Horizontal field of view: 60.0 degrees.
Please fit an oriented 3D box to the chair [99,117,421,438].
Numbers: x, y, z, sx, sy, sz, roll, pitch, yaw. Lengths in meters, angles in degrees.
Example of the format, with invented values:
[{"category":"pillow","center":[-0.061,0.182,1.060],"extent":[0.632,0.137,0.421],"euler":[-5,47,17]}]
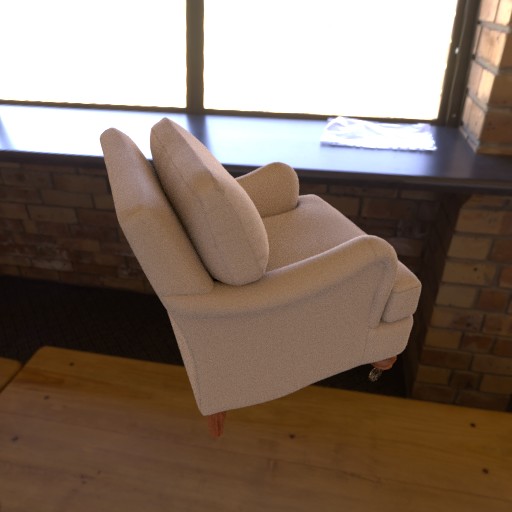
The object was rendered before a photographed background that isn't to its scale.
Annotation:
[{"category":"chair","center":[0.000,0.000,1.877],"extent":[1.070,1.038,0.955],"euler":[-11,33,-17]}]
